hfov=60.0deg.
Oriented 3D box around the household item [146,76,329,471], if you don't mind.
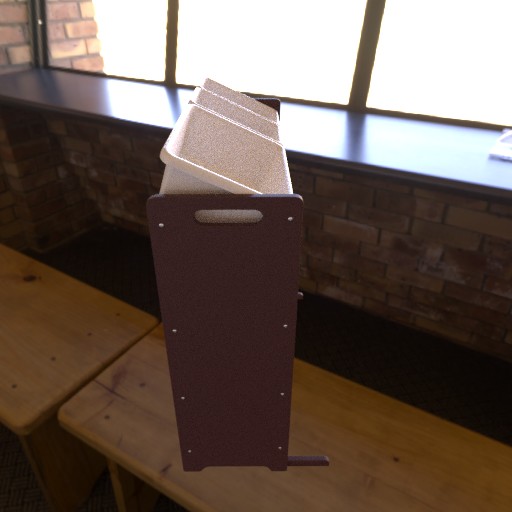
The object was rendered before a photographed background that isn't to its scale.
[{"bbox_3d":[0.000,0.000,1.287,0.389,0.864,0.787,0,31,0],"label":"household item"}]
